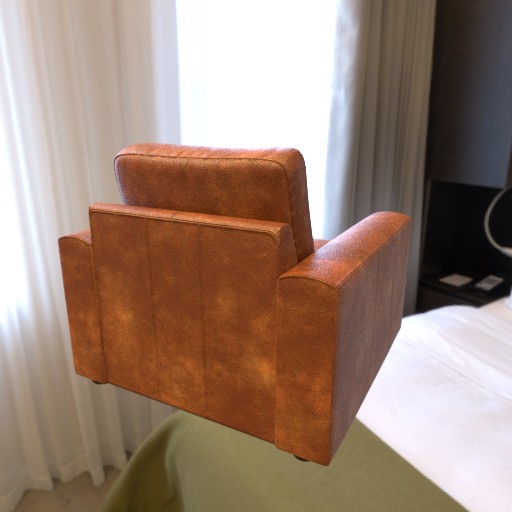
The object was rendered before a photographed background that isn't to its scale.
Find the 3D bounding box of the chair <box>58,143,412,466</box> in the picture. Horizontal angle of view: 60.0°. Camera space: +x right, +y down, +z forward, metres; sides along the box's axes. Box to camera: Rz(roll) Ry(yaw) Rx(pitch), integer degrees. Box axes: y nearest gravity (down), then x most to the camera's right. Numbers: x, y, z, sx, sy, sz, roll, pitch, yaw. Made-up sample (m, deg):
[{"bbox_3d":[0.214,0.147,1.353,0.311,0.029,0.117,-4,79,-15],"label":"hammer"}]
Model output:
[{"bbox_3d":[0.000,0.000,1.739,1.005,0.873,1.016,9,19,27],"label":"chair"}]
